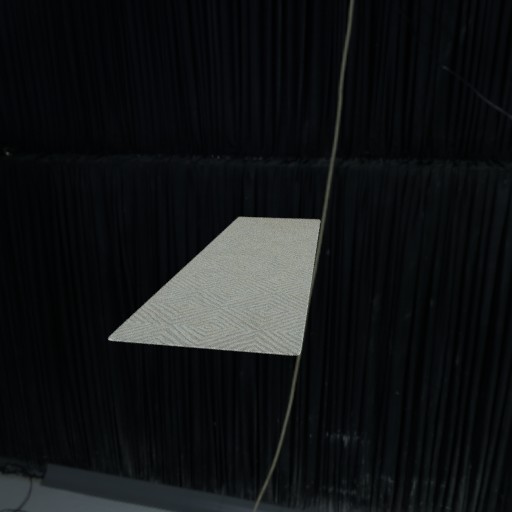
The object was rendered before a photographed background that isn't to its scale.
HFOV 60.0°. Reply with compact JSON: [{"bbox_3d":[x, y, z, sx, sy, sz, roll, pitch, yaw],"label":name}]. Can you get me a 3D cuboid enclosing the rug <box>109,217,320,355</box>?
[{"bbox_3d":[0.000,0.000,2.580,0.676,0.008,2.277,3,16,9],"label":"rug"}]
